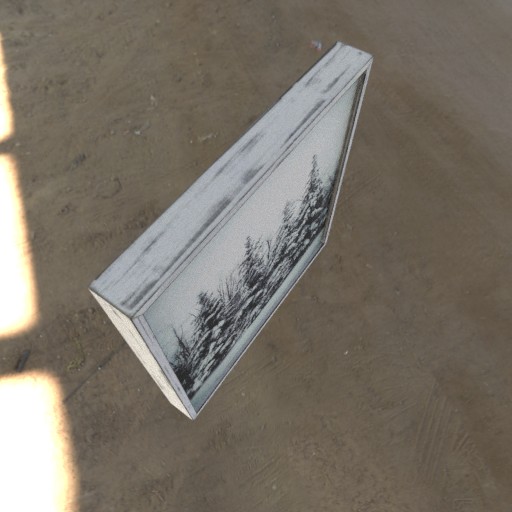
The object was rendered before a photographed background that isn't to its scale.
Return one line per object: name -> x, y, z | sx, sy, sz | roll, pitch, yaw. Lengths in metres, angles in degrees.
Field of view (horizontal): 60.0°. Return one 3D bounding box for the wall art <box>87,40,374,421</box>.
wall art -> 0.000, 0.000, 0.458 | 0.036, 0.303, 0.303 | 31, 64, 17
